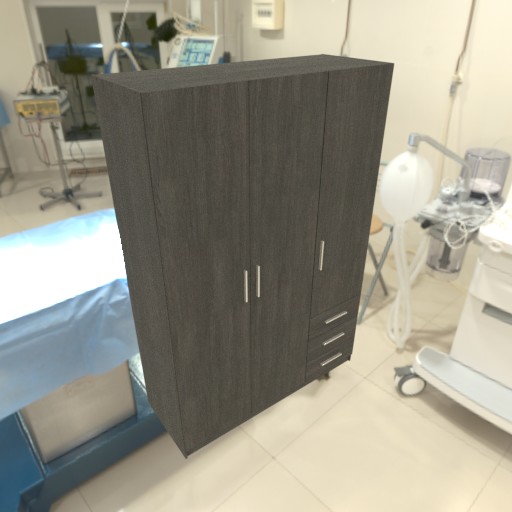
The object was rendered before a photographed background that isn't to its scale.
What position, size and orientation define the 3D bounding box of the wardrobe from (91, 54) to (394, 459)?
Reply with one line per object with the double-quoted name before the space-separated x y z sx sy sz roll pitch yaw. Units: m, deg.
"wardrobe" 0.000 0.000 2.433 1.290 1.910 0.510 -20 36 -31
